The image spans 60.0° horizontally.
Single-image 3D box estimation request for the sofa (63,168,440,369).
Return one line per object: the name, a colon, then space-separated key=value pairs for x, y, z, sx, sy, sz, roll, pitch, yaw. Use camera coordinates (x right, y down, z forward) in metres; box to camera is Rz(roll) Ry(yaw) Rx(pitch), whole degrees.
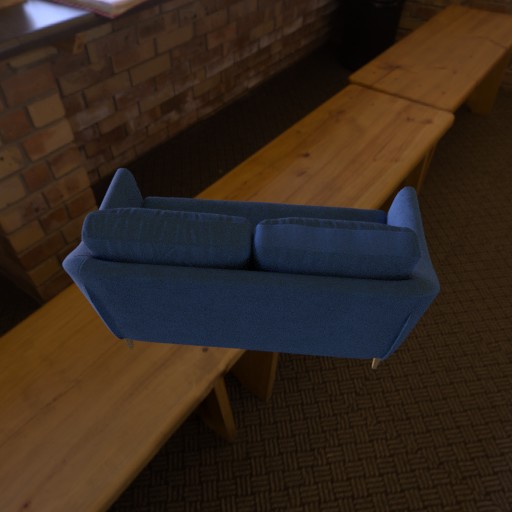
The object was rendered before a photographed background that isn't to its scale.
sofa: x=0.000 y=0.000 z=2.190 sx=1.619 sy=0.902 sz=0.960 roll=4 pitch=46 yaw=4
